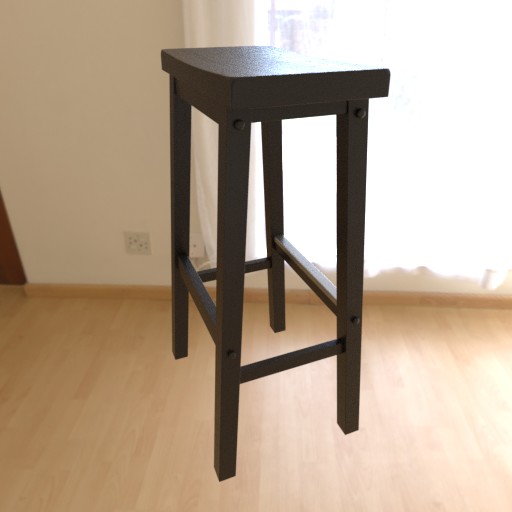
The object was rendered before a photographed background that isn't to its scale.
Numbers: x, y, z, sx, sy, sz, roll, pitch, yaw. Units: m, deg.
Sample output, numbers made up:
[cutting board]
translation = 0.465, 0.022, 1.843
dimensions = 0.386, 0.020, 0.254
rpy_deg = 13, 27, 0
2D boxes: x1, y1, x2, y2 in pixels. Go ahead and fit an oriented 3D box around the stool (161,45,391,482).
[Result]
[stool]
translation = 0.000, 0.000, 0.902
dimensions = 0.322, 0.742, 0.406
rpy_deg = -11, 32, -19
